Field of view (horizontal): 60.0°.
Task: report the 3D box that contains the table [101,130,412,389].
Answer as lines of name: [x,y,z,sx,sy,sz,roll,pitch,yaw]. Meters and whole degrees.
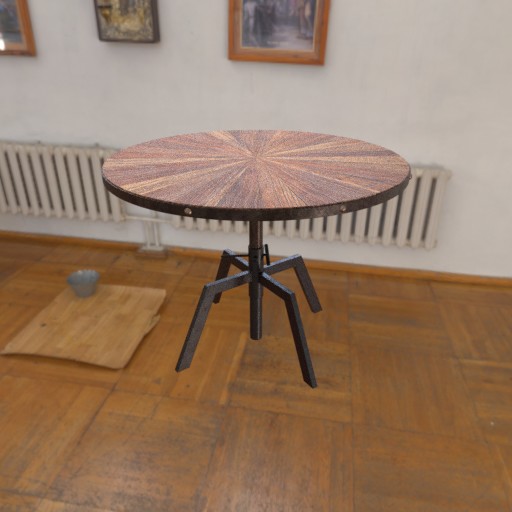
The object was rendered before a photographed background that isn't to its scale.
table: [0.000,0.000,1.471,0.885,0.658,0.885,0,26,0]
